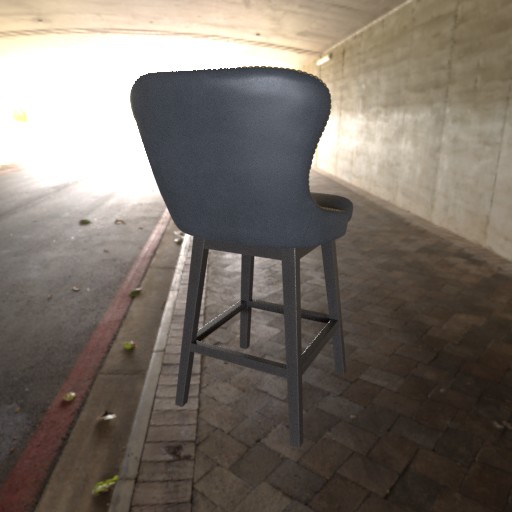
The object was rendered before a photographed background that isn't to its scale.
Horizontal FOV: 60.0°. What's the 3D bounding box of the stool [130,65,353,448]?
[{"bbox_3d":[0.000,0.000,1.301,0.528,0.971,0.593,9,19,26],"label":"stool"}]
